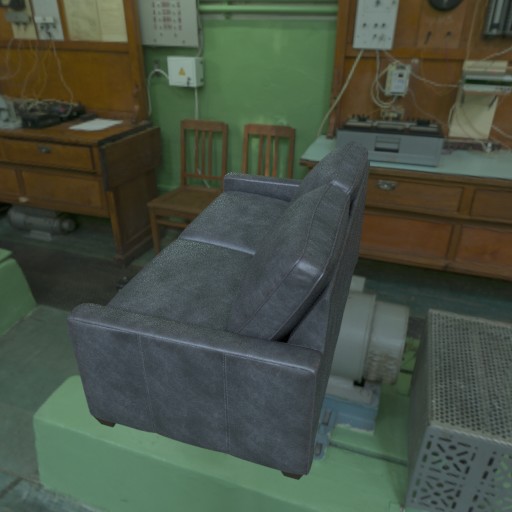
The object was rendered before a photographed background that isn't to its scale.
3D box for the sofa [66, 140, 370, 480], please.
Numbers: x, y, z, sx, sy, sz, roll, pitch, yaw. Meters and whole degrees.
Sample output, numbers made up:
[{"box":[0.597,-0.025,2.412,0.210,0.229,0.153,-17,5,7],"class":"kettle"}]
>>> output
[{"box":[0.000,0.000,2.251,0.939,0.916,1.732,9,30,15],"class":"sofa"}]
